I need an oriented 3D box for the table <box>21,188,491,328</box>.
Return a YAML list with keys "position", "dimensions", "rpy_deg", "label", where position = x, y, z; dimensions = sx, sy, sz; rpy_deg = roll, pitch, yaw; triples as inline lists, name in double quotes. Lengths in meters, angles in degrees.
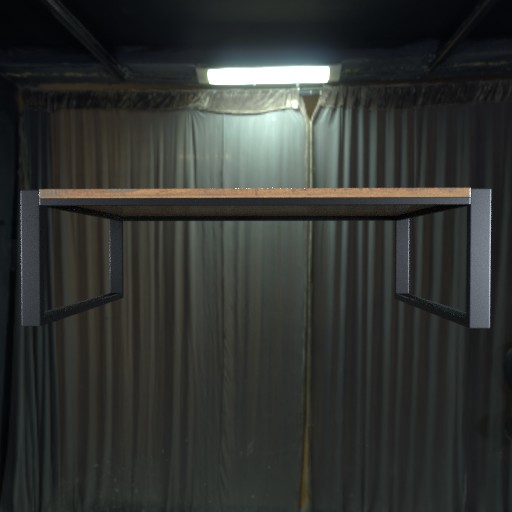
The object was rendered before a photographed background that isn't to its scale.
- position: [0.000, 0.000, 1.650]
  dimensions: [1.350, 0.400, 0.750]
  rpy_deg: [0, 1, 1]
  label: "table"
